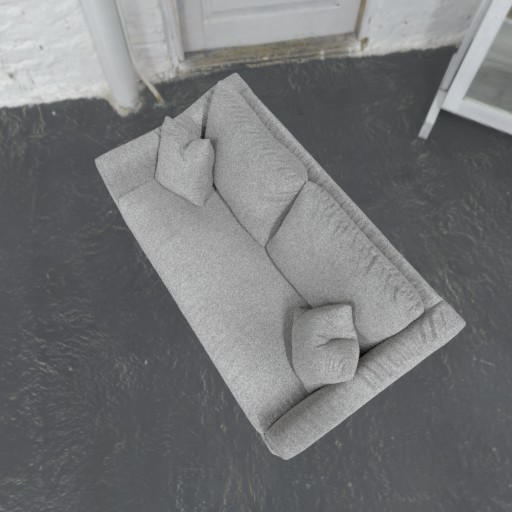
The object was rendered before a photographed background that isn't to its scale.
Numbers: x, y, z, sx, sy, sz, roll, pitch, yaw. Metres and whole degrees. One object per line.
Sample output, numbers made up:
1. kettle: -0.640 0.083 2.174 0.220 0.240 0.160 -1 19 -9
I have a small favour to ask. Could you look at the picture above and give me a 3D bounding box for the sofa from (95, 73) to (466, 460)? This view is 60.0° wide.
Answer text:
1. sofa: 0.000 0.000 2.616 1.072 1.018 2.010 -31 68 -14
